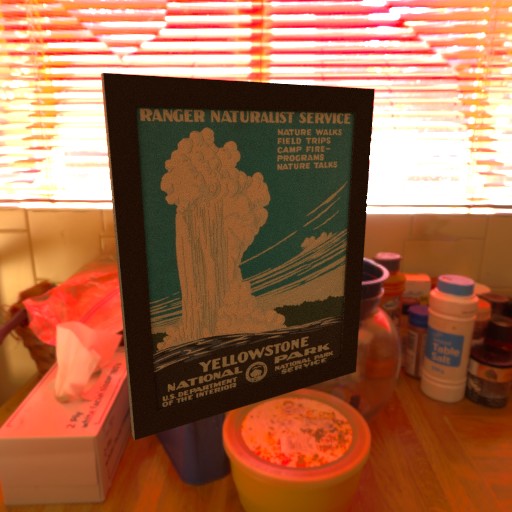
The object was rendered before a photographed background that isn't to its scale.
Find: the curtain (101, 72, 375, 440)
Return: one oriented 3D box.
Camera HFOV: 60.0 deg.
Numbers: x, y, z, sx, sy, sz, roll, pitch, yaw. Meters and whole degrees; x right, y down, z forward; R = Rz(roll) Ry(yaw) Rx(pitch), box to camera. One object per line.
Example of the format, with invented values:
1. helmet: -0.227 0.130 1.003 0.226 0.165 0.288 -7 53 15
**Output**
1. curtain: 0.000 0.000 0.799 0.483 0.585 0.027 -8 17 -27
